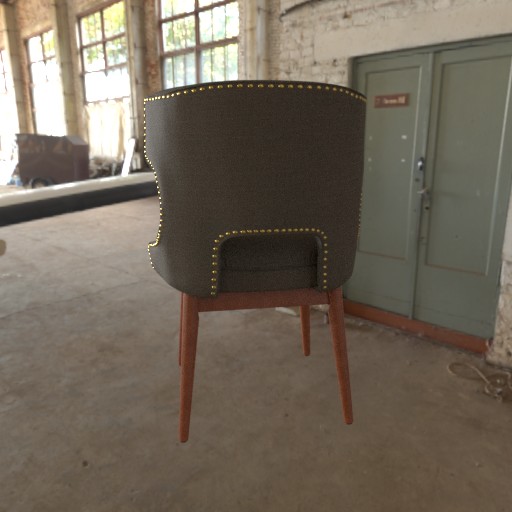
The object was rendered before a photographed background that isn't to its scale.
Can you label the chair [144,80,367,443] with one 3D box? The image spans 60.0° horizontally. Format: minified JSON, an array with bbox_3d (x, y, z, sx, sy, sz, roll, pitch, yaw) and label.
[{"bbox_3d":[0.000,0.000,1.249,0.595,0.863,0.581,-2,14,-9],"label":"chair"}]
